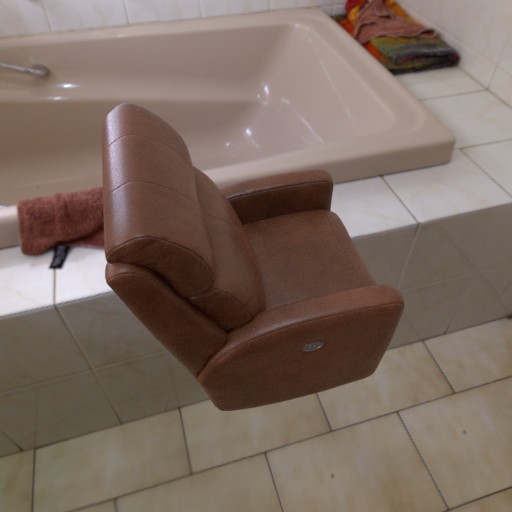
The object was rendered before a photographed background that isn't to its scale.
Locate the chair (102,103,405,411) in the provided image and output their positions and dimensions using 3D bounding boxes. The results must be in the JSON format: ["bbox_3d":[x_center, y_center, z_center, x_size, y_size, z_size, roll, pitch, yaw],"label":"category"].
[{"bbox_3d":[0.000,0.000,1.684,0.939,1.016,0.787,-10,48,-9],"label":"chair"}]
